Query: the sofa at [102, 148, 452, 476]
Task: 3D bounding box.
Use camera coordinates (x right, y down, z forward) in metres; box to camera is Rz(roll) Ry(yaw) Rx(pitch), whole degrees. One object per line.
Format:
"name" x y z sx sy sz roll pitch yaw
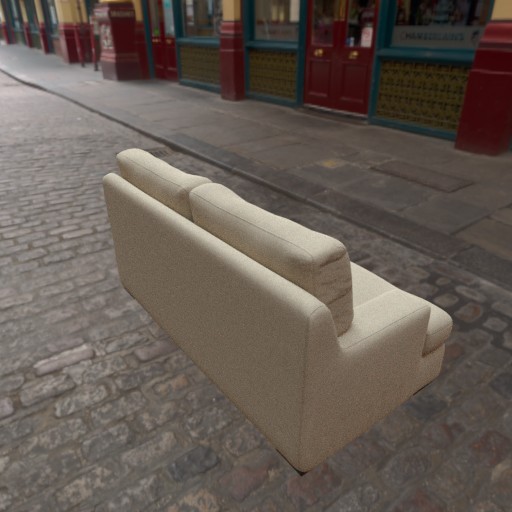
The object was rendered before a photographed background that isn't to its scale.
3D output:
"sofa" 0.000 0.000 2.425 0.962 0.967 1.885 -19 33 -32
